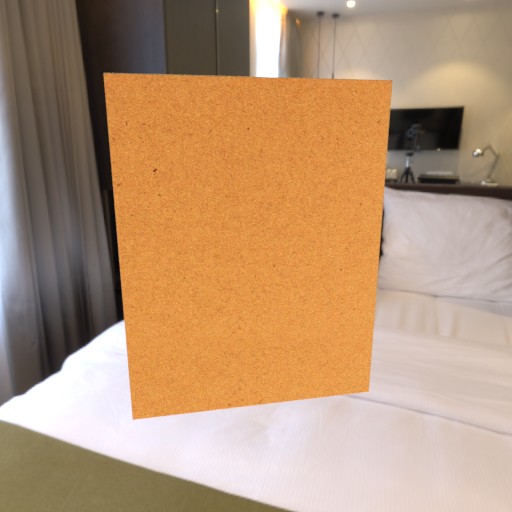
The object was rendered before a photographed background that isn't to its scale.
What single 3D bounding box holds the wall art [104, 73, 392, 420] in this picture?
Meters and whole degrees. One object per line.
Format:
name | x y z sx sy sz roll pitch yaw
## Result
wall art | 0.000 0.000 0.815 0.481 0.613 0.020 -3 16 -11
